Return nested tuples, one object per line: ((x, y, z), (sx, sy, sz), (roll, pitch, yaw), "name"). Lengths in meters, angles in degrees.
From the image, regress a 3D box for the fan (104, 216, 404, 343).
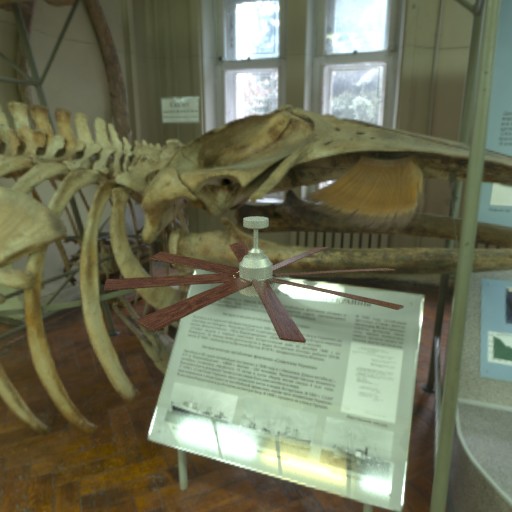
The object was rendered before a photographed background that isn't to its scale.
((0.000, 0.000, 2.762), (1.830, 0.472, 1.830), (-3, 15, -10), "fan")
